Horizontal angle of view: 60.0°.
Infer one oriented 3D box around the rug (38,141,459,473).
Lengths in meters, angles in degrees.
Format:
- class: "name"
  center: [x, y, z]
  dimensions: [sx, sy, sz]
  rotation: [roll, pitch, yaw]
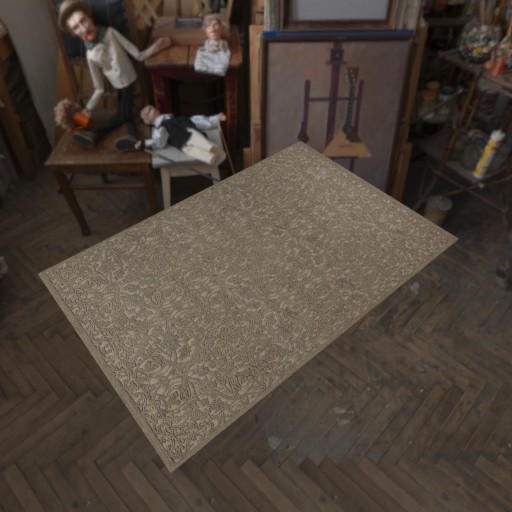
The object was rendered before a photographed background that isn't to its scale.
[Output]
- class: "rug"
  center: [0.000, 0.000, 2.305]
  dimensions: [1.827, 0.006, 1.221]
  rotation: [-32, 55, -26]
